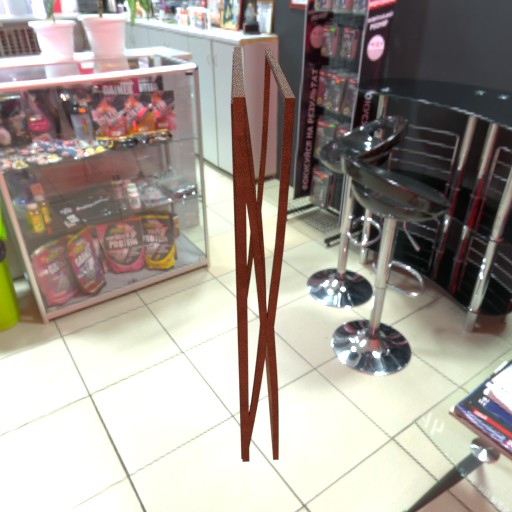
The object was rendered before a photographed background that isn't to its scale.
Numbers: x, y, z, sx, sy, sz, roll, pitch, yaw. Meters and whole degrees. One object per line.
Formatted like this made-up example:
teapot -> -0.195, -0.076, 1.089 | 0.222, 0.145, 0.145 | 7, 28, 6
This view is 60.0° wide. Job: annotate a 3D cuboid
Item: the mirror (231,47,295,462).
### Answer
mirror -> 0.000, 0.000, 0.961 | 0.082, 0.768, 0.468 | -1, 32, -2
